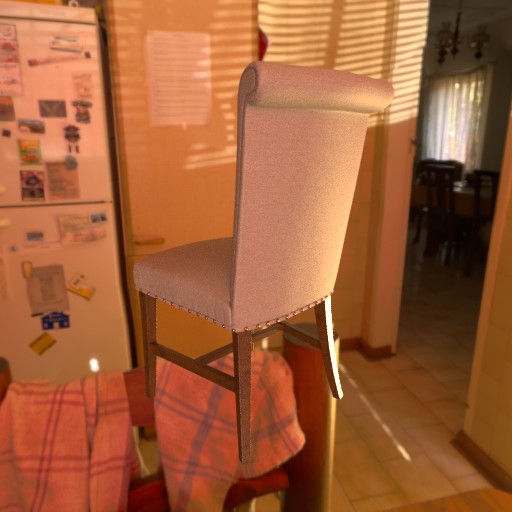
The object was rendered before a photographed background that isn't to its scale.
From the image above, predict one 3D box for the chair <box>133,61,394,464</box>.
[{"bbox_3d":[0.000,0.000,1.332,0.513,0.988,0.608,-15,21,-43],"label":"chair"}]
